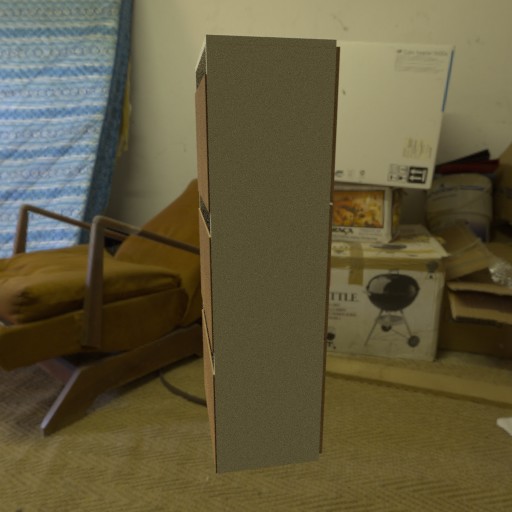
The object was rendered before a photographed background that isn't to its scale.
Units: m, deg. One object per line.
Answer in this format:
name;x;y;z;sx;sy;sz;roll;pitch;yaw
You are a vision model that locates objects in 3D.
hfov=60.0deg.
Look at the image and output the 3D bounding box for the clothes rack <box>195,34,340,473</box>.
clothes rack;0.000;0.000;1.422;0.331;1.187;0.500;-3;15;-10
